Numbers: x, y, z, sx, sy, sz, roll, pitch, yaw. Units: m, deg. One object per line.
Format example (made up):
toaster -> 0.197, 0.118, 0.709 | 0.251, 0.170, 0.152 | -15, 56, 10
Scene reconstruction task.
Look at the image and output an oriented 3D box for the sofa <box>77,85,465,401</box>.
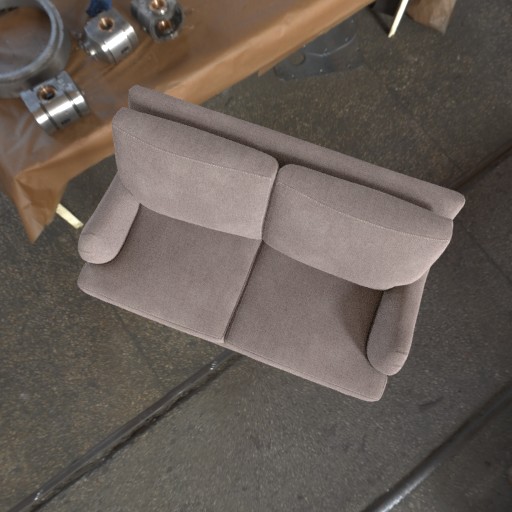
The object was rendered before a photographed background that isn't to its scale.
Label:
sofa -> 0.000, 0.000, 2.540 | 1.853, 1.101, 1.084 | 20, 77, 5
